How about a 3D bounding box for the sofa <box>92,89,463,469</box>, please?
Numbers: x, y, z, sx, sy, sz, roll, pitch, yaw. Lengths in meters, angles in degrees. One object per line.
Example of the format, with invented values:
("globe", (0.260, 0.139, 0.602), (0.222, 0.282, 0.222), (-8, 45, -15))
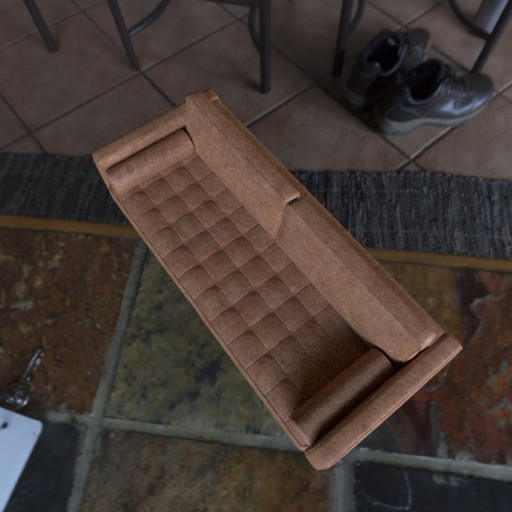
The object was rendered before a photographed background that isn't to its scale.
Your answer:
("sofa", (0.000, 0.000, 2.593), (0.919, 0.770, 2.200), (-34, 69, -15))
